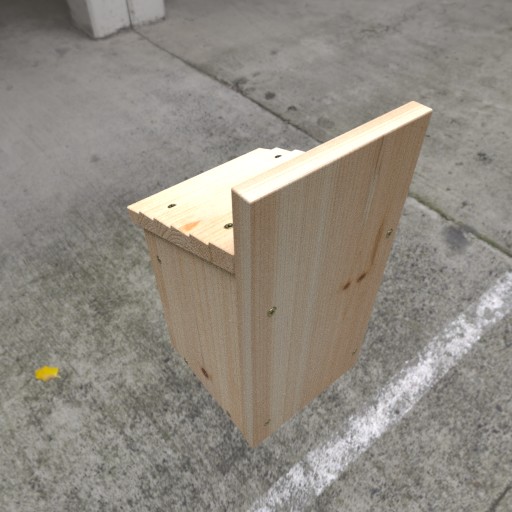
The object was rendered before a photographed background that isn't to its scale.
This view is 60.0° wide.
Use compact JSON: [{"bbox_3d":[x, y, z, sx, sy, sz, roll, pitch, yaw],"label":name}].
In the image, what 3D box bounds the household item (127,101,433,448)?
[{"bbox_3d":[0.000,0.000,0.396,0.149,0.300,0.171,-30,53,-26],"label":"household item"}]
